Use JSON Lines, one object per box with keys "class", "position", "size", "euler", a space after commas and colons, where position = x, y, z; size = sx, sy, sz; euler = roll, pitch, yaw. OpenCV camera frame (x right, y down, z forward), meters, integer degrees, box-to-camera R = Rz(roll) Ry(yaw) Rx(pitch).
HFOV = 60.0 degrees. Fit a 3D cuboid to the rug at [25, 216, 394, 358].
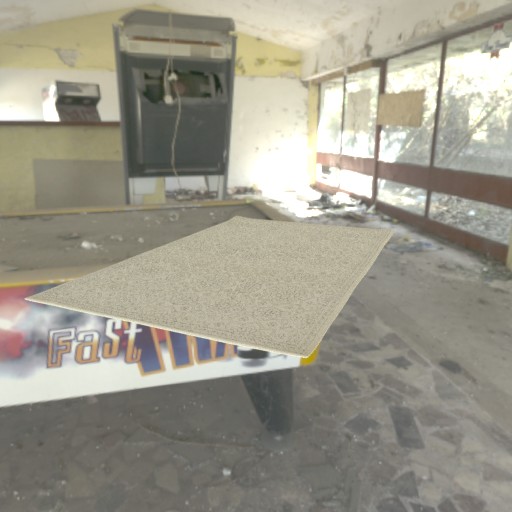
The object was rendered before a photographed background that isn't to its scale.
{"class": "rug", "position": [0.000, 0.000, 2.424], "size": [1.214, 0.023, 1.947], "euler": [7, 17, 23]}
